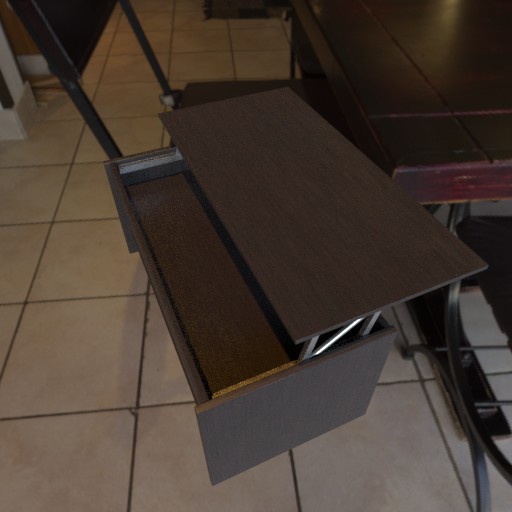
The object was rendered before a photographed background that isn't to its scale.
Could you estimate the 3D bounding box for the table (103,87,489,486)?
[{"bbox_3d":[0.000,0.000,1.427,0.712,0.570,1.000,-18,48,-17],"label":"table"}]
